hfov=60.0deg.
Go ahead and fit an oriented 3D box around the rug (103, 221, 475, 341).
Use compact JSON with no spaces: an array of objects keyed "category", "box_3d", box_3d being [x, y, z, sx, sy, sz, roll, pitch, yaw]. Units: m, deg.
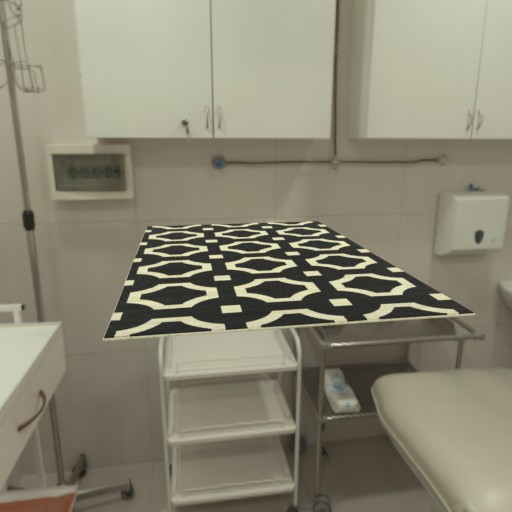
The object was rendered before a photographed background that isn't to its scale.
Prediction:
[{"category":"rug","box_3d":[0.000,0.000,2.888,1.555,0.016,2.286,-2,15,-9]}]
